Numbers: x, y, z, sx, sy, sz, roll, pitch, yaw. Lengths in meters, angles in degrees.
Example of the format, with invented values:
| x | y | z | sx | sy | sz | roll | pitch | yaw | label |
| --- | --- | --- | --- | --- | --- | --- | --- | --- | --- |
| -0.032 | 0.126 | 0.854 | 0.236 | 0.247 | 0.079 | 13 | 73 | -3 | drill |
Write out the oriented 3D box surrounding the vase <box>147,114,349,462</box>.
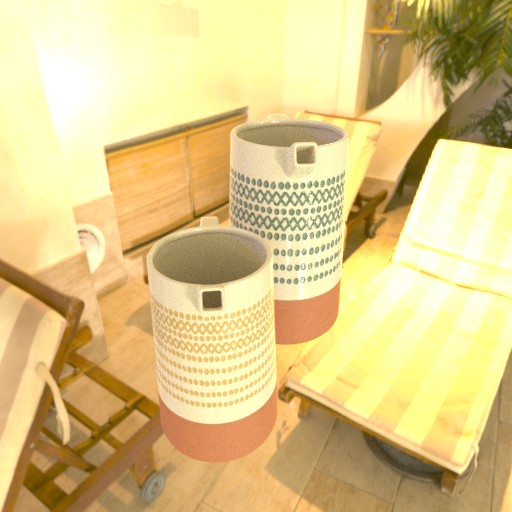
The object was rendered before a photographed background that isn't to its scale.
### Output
| x | y | z | sx | sy | sz | roll | pitch | yaw | label |
| --- | --- | --- | --- | --- | --- | --- | --- | --- | --- |
| 0.000 | 0.000 | 0.466 | 0.168 | 0.247 | 0.326 | 19 | 35 | 29 | vase |
